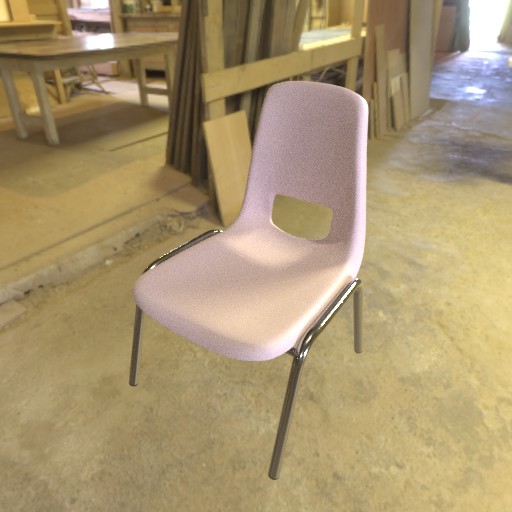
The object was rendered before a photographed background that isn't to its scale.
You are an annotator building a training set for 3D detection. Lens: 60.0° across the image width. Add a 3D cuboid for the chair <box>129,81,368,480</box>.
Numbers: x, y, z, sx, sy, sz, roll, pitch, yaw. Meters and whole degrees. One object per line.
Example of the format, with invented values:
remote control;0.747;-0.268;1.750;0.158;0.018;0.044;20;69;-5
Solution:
chair;0.000;0.000;0.791;0.354;0.537;0.385;20;36;30
